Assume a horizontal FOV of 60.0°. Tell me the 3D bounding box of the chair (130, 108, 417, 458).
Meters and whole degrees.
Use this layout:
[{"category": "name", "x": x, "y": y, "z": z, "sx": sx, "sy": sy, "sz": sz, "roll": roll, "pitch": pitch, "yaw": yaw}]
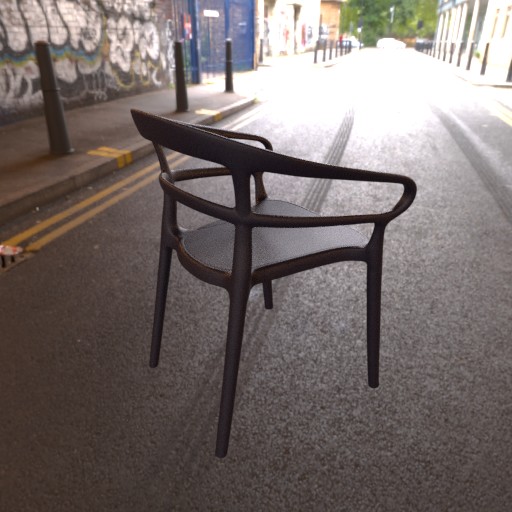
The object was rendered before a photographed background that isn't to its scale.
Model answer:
[{"category": "chair", "x": 0.000, "y": 0.000, "z": 1.151, "sx": 0.527, "sy": 0.761, "sz": 0.559, "roll": -17, "pitch": 31, "yaw": -31}]
